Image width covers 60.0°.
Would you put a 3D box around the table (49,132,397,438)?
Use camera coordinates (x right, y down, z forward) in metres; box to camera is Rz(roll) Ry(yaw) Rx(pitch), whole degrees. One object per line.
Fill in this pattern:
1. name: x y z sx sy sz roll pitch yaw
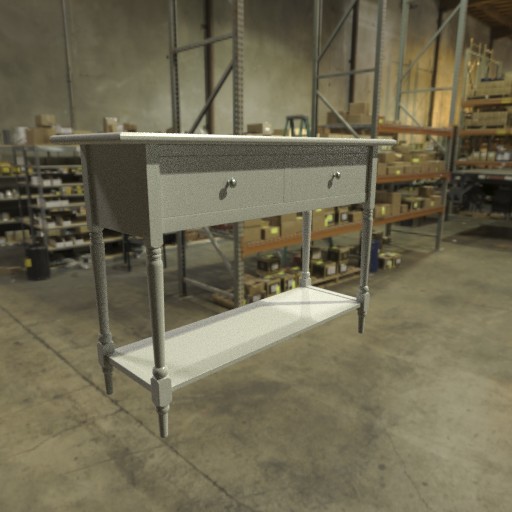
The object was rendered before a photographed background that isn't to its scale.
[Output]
1. table: 0.000 0.000 1.570 0.384 0.808 1.197 13 19 43
